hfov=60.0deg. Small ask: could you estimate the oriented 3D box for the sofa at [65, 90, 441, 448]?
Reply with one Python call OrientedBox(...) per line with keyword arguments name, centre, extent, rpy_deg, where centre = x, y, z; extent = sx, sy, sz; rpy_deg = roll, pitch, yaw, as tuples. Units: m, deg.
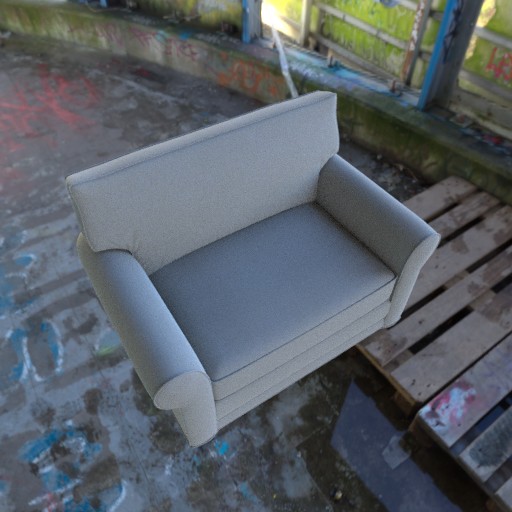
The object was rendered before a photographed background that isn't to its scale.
OrientedBox(name="sofa", centre=(0.000, 0.000, 2.065), extent=(1.405, 1.006, 0.937), rpy_deg=(-26, 53, -21))
